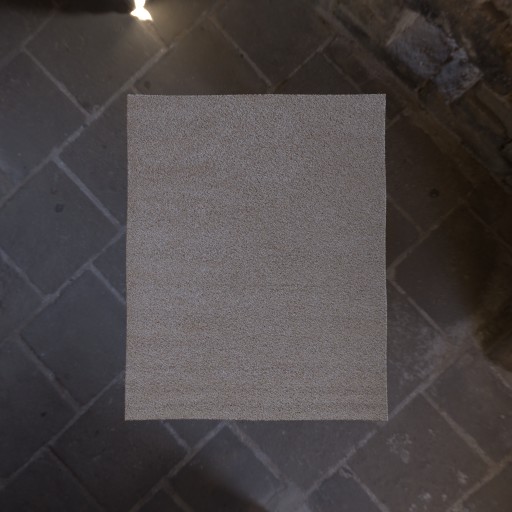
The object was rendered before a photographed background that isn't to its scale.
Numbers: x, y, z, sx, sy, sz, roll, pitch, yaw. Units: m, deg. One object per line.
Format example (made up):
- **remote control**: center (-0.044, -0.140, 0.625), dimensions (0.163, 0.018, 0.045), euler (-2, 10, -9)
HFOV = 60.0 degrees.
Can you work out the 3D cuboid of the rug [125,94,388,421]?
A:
- **rug**: center (0.000, 0.000, 4.085), dimensions (2.400, 0.026, 3.000), euler (0, 89, 0)
